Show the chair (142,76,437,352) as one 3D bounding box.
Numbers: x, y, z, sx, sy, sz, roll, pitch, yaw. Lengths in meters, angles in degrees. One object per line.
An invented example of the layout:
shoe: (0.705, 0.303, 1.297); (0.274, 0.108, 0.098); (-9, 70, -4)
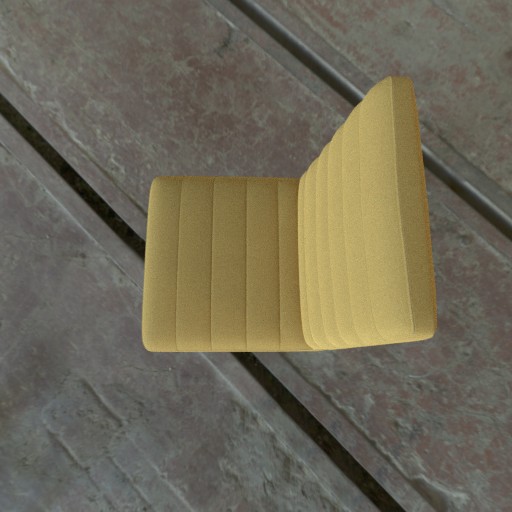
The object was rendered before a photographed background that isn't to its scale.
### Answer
chair: (0.000, 0.000, 1.242); (0.634, 0.930, 0.520); (0, 76, 0)
